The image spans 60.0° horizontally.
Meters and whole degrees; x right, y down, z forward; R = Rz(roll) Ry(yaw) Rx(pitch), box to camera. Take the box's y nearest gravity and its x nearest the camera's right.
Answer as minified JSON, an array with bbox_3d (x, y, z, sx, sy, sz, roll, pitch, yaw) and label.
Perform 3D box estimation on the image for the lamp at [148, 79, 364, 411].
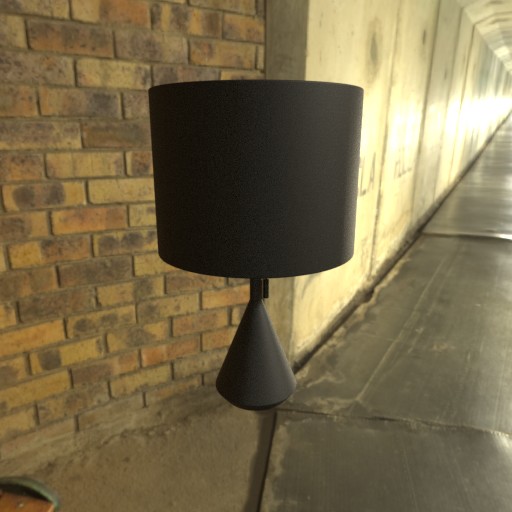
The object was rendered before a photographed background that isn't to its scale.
[{"bbox_3d":[0.000,0.000,0.835,0.359,0.584,0.359,-8,18,-27],"label":"lamp"}]
